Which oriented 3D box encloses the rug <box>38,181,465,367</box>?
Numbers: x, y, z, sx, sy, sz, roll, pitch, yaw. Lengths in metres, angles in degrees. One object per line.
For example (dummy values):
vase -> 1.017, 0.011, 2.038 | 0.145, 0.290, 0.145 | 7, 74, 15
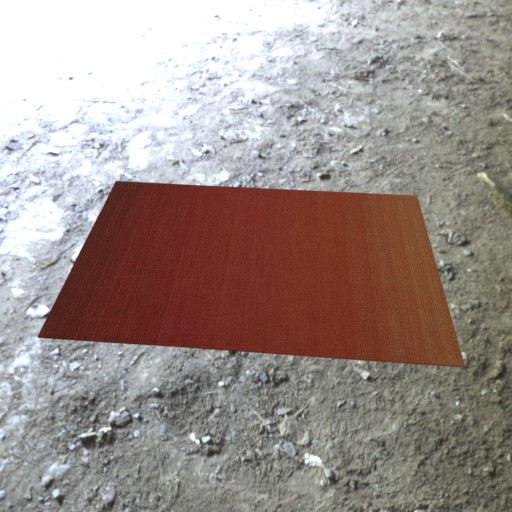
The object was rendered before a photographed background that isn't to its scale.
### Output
rug -> 0.000, 0.000, 3.048 | 2.442, 0.010, 1.531 | 3, 46, 3
